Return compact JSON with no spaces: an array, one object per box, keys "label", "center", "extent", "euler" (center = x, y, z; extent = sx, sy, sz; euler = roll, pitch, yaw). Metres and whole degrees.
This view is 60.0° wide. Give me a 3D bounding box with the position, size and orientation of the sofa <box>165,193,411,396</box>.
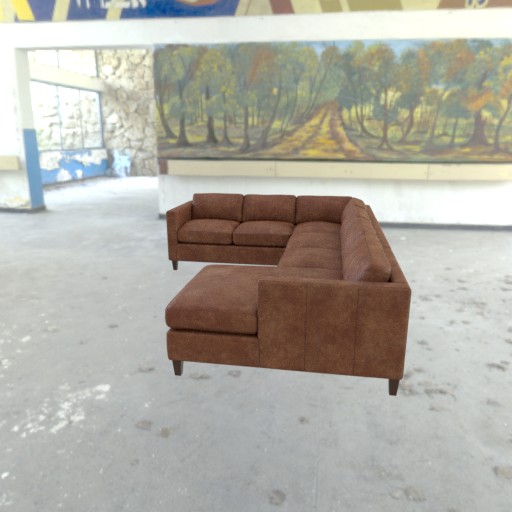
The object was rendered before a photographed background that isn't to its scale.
[{"label":"sofa","center":[0.000,0.000,4.475],"extent":[2.452,0.888,3.324],"euler":[3,15,9]}]
